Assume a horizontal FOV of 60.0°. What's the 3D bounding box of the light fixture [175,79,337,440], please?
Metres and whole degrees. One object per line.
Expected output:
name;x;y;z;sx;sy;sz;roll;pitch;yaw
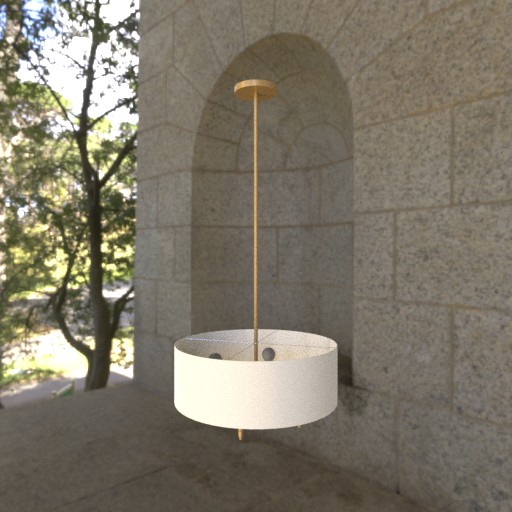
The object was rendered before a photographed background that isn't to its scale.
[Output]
light fixture;0.000;0.000;1.405;0.508;1.067;0.508;0;0;0
